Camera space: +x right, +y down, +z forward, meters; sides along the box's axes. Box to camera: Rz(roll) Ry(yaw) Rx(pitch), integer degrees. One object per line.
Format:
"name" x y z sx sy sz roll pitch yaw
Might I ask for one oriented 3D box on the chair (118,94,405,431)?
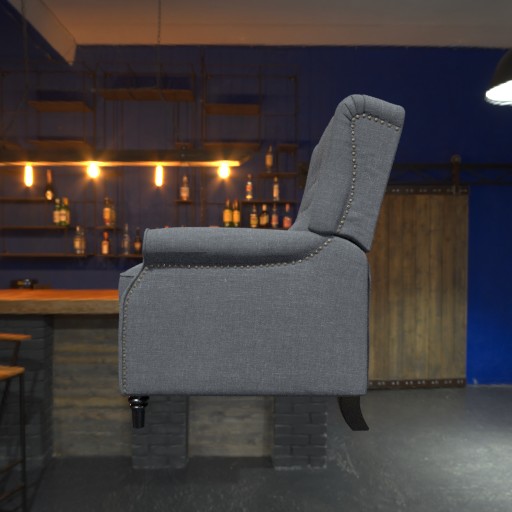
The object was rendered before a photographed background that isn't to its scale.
"chair" 0.000 0.000 1.642 0.898 1.035 0.742 0 1 1
